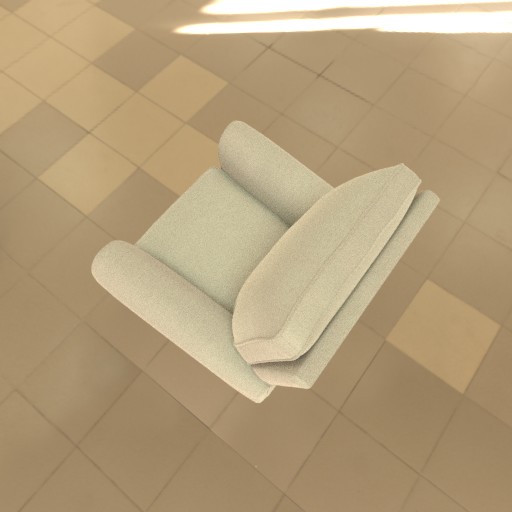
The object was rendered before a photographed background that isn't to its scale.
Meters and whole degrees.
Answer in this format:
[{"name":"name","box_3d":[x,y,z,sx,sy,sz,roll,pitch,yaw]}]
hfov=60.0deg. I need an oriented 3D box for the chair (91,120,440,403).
[{"name":"chair","box_3d":[0.000,0.000,1.681,0.878,0.960,0.890,35,69,15]}]
